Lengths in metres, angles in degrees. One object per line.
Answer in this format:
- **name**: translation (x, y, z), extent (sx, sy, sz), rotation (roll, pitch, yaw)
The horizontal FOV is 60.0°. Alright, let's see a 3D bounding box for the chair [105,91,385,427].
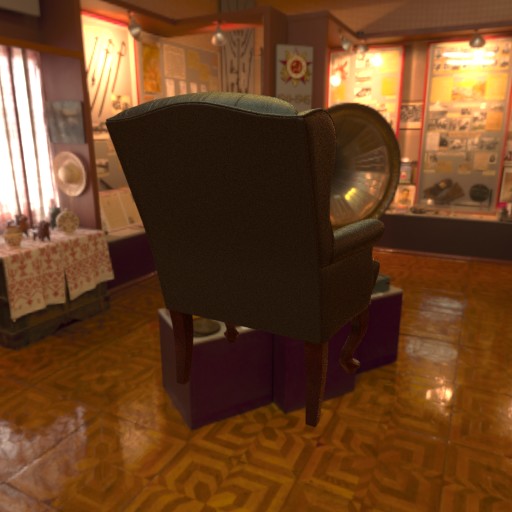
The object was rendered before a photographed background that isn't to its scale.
- **chair**: translation (0.000, 0.000, 1.659), extent (0.838, 1.111, 0.762), rotation (8, 17, 27)
